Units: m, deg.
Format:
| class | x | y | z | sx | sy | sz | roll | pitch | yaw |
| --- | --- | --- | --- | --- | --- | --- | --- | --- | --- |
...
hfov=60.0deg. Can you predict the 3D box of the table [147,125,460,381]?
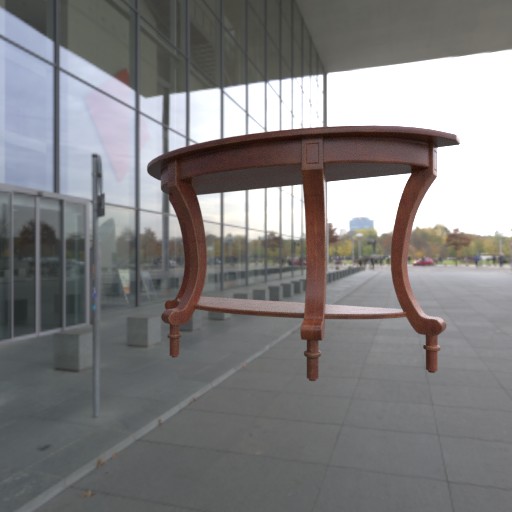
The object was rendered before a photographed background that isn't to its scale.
| class | x | y | z | sx | sy | sz | roll | pitch | yaw |
| --- | --- | --- | --- | --- | --- | --- | --- | --- | --- |
| table | 0.000 | 0.000 | 1.485 | 1.198 | 0.699 | 0.394 | 0 | 0 | 33 |
